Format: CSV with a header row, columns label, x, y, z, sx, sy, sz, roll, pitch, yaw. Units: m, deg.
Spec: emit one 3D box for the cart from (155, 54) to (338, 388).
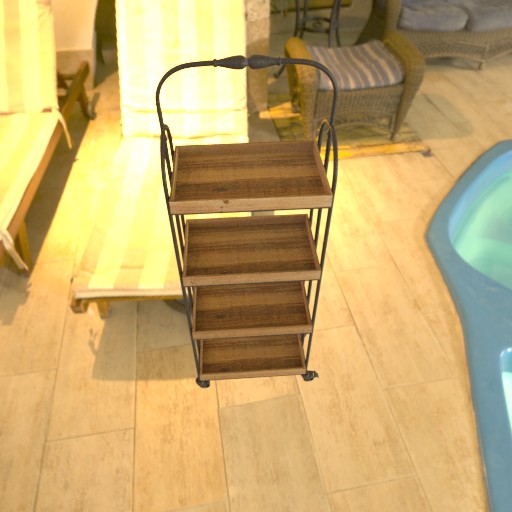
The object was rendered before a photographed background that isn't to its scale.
label,x,y,z,sx,sy,sz,roll,pitch,yaw
cart,0.000,0.000,1.674,0.581,1.481,0.308,-3,46,-3
